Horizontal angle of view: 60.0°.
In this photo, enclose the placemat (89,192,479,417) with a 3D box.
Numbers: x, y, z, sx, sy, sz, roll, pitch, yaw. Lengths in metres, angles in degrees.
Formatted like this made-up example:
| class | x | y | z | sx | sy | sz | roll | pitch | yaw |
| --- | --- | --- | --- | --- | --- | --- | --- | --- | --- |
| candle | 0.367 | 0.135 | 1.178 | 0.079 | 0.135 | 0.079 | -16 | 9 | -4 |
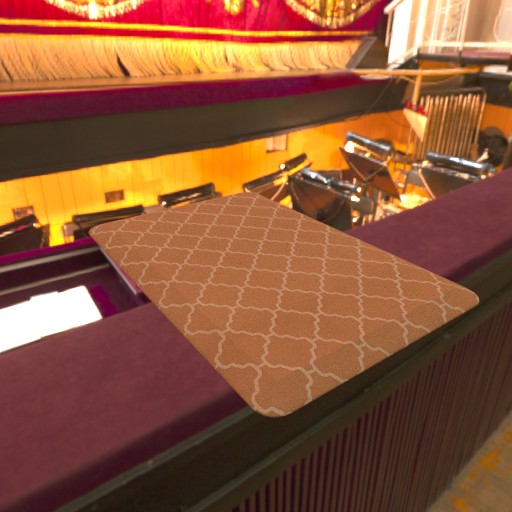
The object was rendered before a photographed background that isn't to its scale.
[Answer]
| class | x | y | z | sx | sy | sz | roll | pitch | yaw |
| --- | --- | --- | --- | --- | --- | --- | --- | --- | --- |
| placemat | 0.000 | 0.000 | 0.960 | 0.508 | 0.021 | 0.762 | -18 | 32 | -31 |
